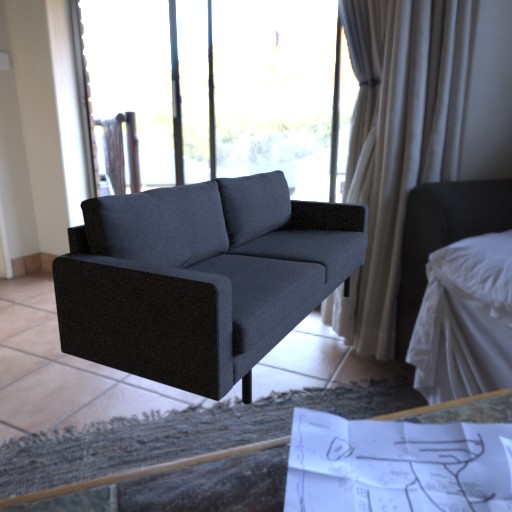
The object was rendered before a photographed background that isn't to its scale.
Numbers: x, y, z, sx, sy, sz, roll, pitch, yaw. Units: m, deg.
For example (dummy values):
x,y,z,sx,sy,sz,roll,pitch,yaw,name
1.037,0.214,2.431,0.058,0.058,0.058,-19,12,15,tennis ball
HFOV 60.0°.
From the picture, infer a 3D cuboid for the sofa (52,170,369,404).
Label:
x,y,z,sx,sy,sz,roll,pitch,yaw,name
0.000,0.000,2.619,0.880,0.880,2.100,8,17,27,sofa
